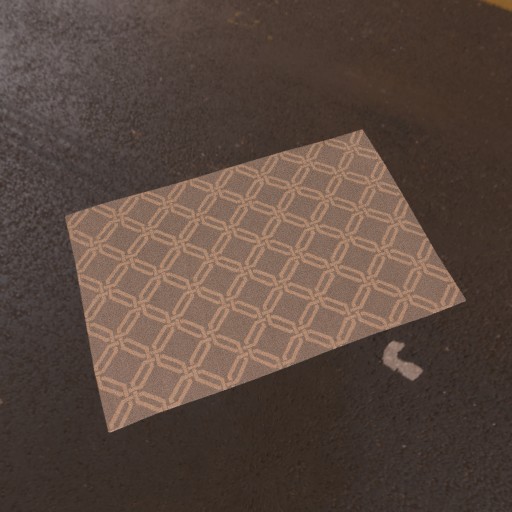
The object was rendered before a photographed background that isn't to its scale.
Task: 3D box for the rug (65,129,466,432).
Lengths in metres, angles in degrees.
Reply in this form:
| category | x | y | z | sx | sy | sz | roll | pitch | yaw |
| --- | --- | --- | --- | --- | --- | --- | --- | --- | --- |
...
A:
| category | x | y | z | sx | sy | sz | roll | pitch | yaw |
| --- | --- | --- | --- | --- | --- | --- | --- | --- | --- |
| rug | 0.000 | 0.000 | 2.240 | 1.754 | 0.010 | 1.148 | -18 | 65 | -9 |
